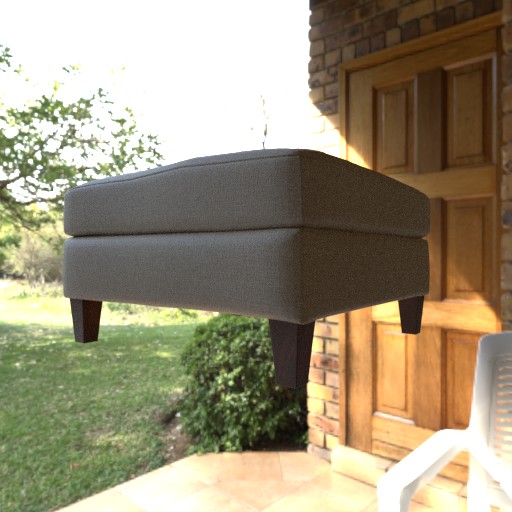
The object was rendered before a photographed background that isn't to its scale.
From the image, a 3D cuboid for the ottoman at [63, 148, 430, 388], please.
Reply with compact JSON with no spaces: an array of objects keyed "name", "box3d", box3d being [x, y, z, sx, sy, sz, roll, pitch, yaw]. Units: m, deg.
[{"name":"ottoman","box3d":[0.000,0.000,1.376,0.838,0.503,0.838,0,0,37]}]
